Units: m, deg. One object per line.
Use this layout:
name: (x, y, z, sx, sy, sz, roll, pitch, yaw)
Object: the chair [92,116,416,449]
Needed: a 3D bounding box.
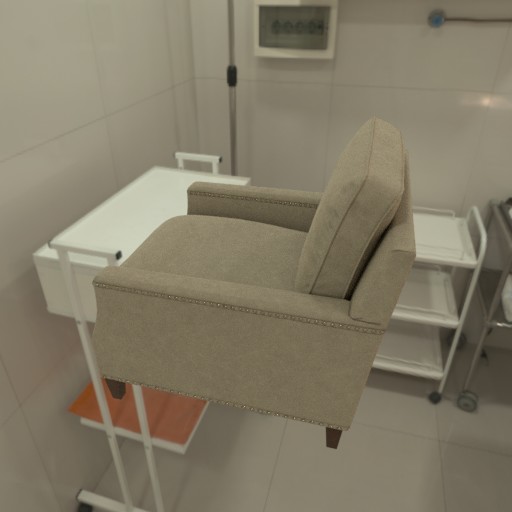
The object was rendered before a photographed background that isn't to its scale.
chair: (0.000, 0.000, 1.675, 1.014, 0.943, 0.853, 8, 32, 13)
